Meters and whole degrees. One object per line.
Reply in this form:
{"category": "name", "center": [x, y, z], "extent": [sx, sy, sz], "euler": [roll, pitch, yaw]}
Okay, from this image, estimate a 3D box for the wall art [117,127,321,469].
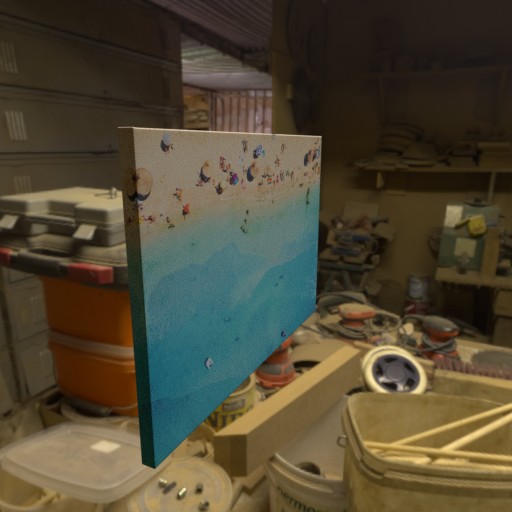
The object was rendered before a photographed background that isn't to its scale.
{"category": "wall art", "center": [0.000, 0.000, 1.442], "extent": [0.040, 0.769, 1.136], "euler": [7, 16, 26]}
